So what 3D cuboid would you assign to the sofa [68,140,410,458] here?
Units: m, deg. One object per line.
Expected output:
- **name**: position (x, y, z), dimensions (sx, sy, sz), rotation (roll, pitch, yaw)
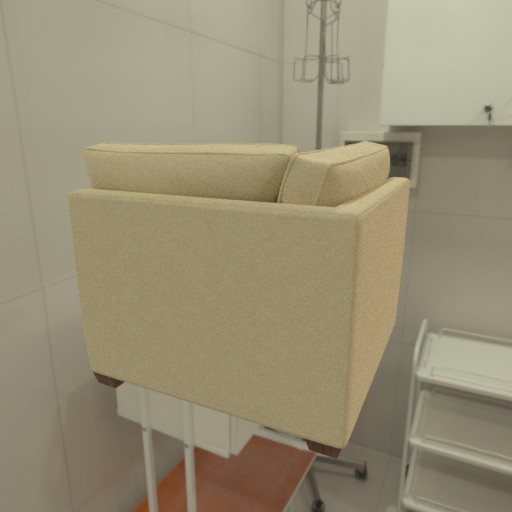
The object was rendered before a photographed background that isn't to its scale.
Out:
- **sofa**: position (0.000, 0.000, 1.986), dimensions (1.146, 1.002, 1.084), rotation (8, 18, 25)
